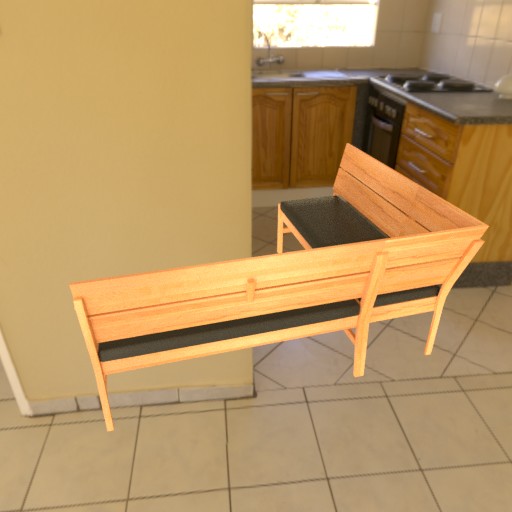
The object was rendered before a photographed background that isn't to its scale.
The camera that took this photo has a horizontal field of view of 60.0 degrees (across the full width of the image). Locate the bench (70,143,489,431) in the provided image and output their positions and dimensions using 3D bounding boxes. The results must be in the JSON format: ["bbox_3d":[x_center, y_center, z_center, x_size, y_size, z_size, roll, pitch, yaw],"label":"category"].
[{"bbox_3d":[0.000,0.000,2.817,1.948,0.890,1.548,-8,31,-14],"label":"bench"}]
